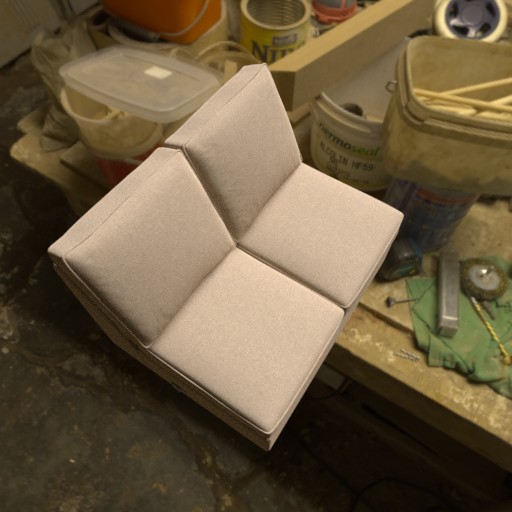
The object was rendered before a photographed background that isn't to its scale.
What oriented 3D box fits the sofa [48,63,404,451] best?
[{"bbox_3d":[0.000,0.000,1.994,0.951,1.008,1.237,30,63,17],"label":"sofa"}]
